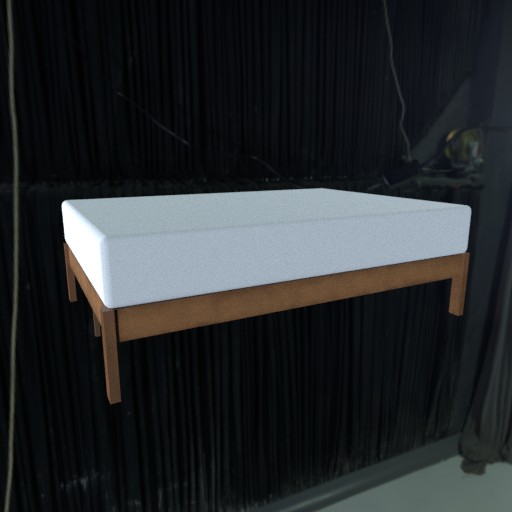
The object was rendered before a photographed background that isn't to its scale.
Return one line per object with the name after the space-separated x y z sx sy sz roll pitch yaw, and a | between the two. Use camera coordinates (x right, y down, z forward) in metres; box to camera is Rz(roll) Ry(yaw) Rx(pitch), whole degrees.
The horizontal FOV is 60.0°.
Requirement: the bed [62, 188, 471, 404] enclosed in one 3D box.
0.000 0.000 2.568 1.927 0.616 1.348 -7 15 -27 | bed
